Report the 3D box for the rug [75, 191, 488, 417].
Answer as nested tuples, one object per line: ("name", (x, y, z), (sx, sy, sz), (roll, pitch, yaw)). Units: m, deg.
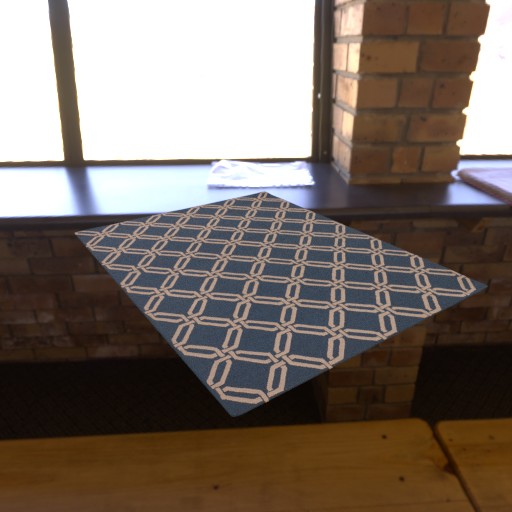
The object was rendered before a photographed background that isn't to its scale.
("rug", (0.000, 0.000, 3.793), (2.277, 0.020, 2.867), (-17, 30, -31))
